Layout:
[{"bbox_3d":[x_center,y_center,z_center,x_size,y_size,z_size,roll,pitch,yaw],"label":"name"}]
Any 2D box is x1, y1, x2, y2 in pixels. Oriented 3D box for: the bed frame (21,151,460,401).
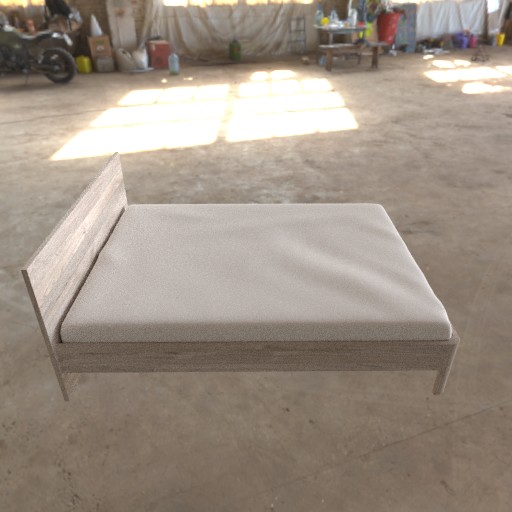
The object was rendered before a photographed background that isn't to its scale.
[{"bbox_3d":[0.000,0.000,2.676,1.950,0.800,1.490,0,32,0],"label":"bed frame"}]
